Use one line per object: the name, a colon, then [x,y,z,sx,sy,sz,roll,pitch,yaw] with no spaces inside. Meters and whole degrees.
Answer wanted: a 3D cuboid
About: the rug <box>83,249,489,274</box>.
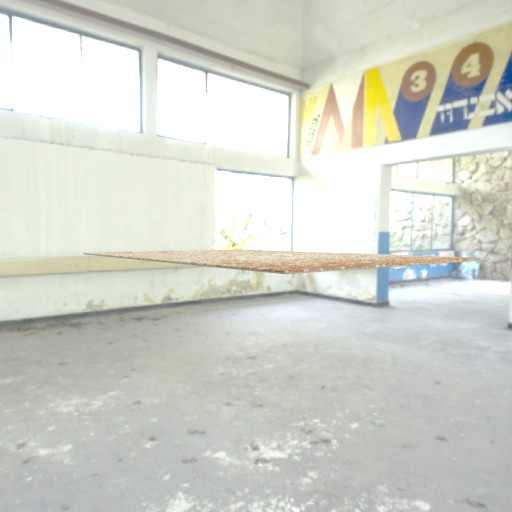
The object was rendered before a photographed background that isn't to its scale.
rug: [0.000,0.000,2.327,1.219,0.011,1.829,-2,3,-38]
